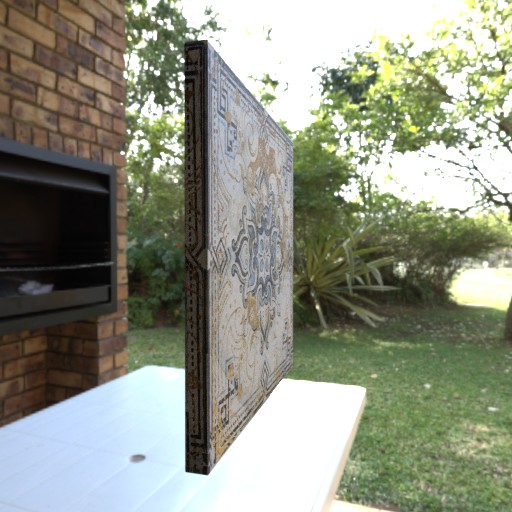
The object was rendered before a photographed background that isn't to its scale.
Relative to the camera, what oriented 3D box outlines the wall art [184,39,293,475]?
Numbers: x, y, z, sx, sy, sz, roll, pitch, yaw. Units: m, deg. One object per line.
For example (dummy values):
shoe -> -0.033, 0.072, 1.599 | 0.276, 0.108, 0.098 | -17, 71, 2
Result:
wall art -> 0.000, 0.000, 0.911 | 0.036, 0.607, 0.609 | 0, 1, 16
